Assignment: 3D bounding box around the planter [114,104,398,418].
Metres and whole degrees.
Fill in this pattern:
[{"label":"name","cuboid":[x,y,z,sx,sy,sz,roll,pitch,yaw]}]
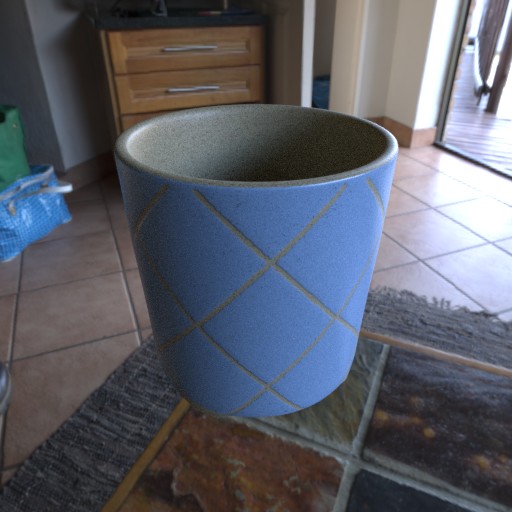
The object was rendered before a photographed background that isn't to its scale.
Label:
[{"label":"planter","cuboid":[0.000,0.000,0.426,0.227,0.235,0.227,0,31,0]}]
